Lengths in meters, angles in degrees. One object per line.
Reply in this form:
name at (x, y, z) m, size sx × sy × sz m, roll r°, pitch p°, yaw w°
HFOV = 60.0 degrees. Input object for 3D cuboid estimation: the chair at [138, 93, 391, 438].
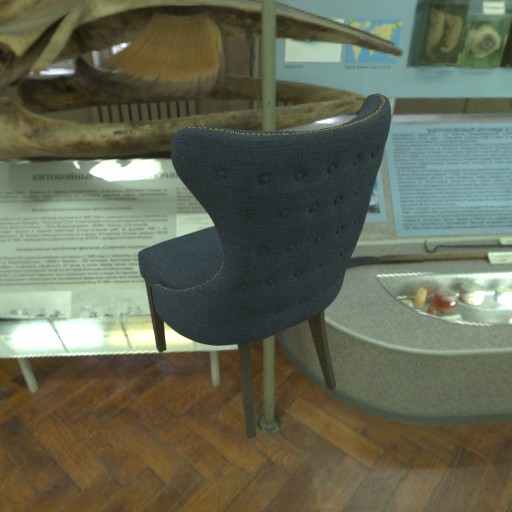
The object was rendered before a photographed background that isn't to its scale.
chair at (0.000, 0.000, 1.378) m, size 0.628 × 0.967 × 0.635 m, roll -20°, pitch 36°, yaw -29°
